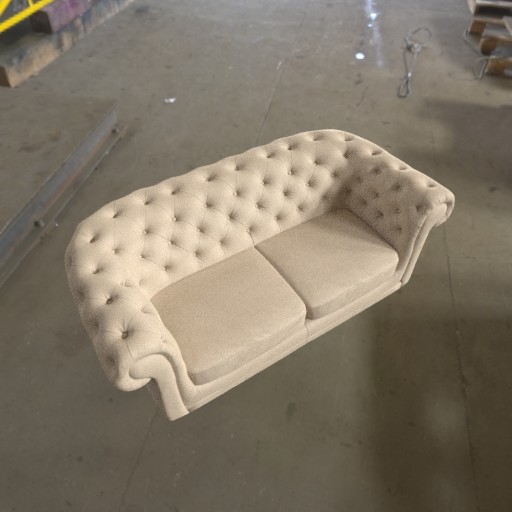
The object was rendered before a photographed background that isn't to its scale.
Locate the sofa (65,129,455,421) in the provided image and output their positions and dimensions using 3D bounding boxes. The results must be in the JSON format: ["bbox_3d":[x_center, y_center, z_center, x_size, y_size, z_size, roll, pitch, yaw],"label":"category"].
[{"bbox_3d":[0.000,0.000,2.579,1.988,0.835,1.069,-25,52,-22],"label":"sofa"}]
